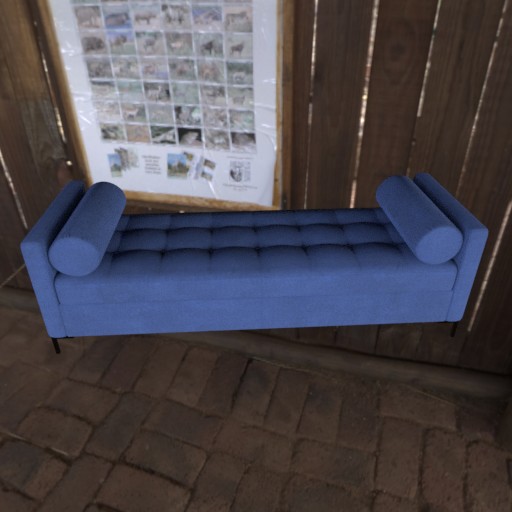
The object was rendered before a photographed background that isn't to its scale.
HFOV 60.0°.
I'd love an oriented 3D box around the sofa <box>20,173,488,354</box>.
[{"bbox_3d":[0.000,0.000,2.299,1.981,0.635,0.686,-2,32,-3],"label":"sofa"}]
